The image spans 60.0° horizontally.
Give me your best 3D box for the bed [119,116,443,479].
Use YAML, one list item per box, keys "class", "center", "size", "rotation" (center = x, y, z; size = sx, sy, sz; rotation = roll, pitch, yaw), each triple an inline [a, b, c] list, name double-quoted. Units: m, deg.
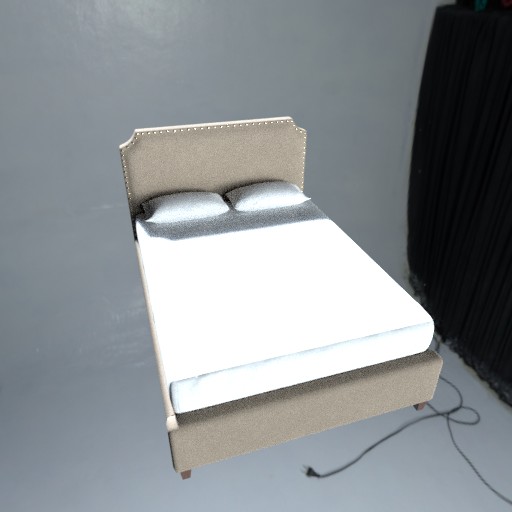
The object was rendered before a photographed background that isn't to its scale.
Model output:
- class: "bed"
  center: [0.000, 0.000, 3.326]
  size: [1.703, 1.415, 2.329]
  rotation: [-10, 33, -15]
